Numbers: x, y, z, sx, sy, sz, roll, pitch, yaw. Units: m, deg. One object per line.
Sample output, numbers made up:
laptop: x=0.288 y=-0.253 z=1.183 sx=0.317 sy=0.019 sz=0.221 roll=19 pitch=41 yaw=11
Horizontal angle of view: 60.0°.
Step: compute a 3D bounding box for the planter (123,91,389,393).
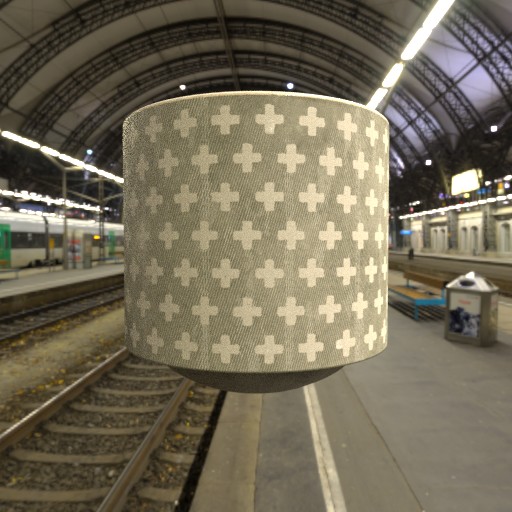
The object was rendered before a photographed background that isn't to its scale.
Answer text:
planter: x=0.000 y=0.000 z=0.438 sx=0.250 sy=0.239 sz=0.250 roll=0 pitch=2 yaw=0
